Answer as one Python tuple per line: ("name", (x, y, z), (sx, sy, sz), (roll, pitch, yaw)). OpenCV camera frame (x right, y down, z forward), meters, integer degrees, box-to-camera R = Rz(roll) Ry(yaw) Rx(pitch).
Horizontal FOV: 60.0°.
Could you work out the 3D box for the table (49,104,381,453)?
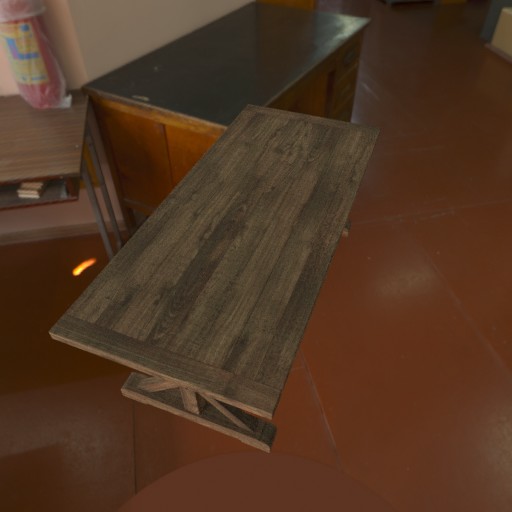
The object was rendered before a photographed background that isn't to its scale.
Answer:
("table", (0.000, 0.000, 2.503), (0.907, 0.733, 2.031), (15, 47, 15))
